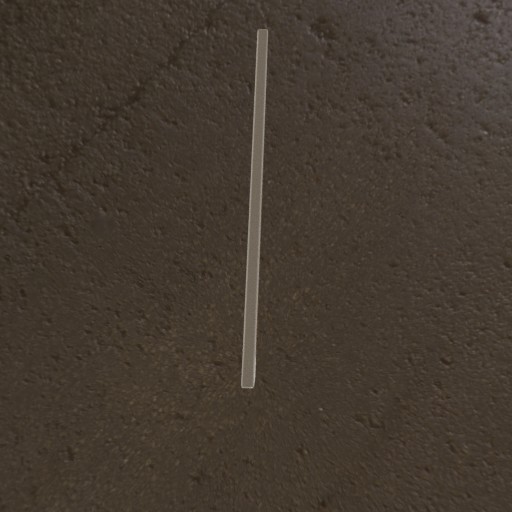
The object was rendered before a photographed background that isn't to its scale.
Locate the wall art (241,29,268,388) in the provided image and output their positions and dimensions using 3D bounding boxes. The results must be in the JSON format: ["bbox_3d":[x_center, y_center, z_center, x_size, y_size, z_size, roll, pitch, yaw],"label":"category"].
[{"bbox_3d":[0.000,0.000,0.691,0.012,0.529,0.374,2,76,1],"label":"wall art"}]
